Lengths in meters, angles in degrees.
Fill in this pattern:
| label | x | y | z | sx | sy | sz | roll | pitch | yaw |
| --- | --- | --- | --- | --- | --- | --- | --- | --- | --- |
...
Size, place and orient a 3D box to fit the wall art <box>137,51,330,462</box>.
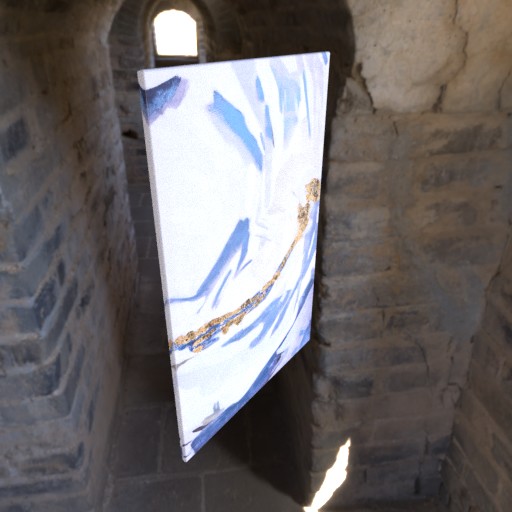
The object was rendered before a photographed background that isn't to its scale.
| label | x | y | z | sx | sy | sz | roll | pitch | yaw |
| --- | --- | --- | --- | --- | --- | --- | --- | --- | --- |
| wall art | 0.000 | 0.000 | 1.120 | 0.016 | 0.914 | 0.610 | 19 | 33 | 32 |
